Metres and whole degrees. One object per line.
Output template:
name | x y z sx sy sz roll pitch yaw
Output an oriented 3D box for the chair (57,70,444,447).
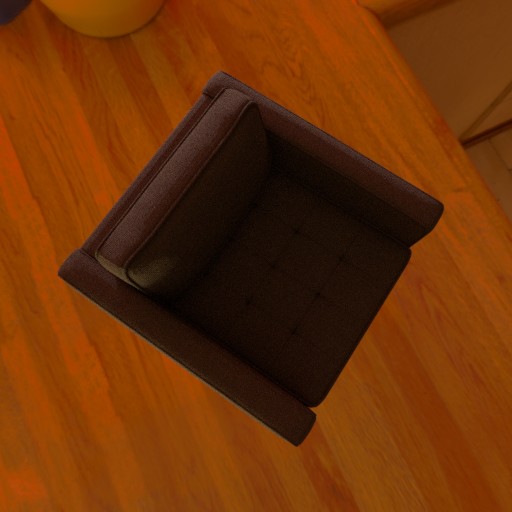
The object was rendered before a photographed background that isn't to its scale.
chair | 0.000 0.000 1.583 0.919 0.770 0.899 33 79 7
